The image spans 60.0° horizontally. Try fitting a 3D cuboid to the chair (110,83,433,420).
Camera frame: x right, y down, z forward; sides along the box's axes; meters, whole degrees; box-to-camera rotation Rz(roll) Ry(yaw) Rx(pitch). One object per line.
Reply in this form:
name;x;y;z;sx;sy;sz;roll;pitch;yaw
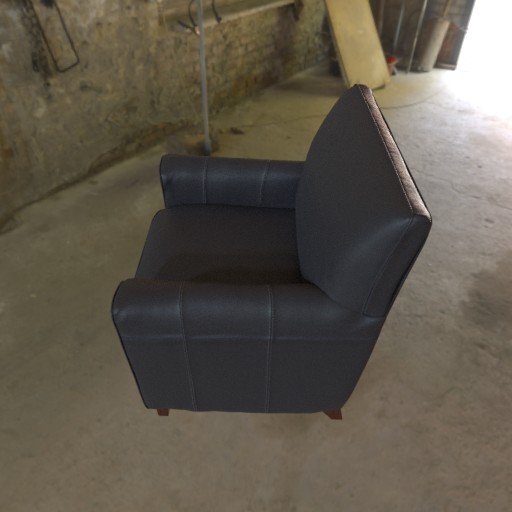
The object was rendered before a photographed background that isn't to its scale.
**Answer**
chair;0.000;0.000;1.584;0.825;0.943;0.870;0;41;1
